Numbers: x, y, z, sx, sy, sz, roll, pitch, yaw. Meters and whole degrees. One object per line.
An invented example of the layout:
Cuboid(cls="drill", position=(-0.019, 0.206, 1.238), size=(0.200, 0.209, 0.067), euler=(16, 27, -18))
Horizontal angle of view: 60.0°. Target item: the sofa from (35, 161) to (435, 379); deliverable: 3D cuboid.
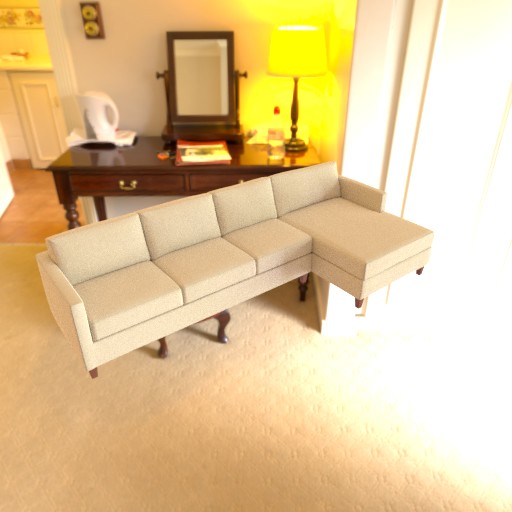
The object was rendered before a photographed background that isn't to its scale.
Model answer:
Cuboid(cls="sofa", position=(0.000, 0.000, 4.187), size=(3.471, 0.954, 1.599), euler=(-21, 36, -32))
